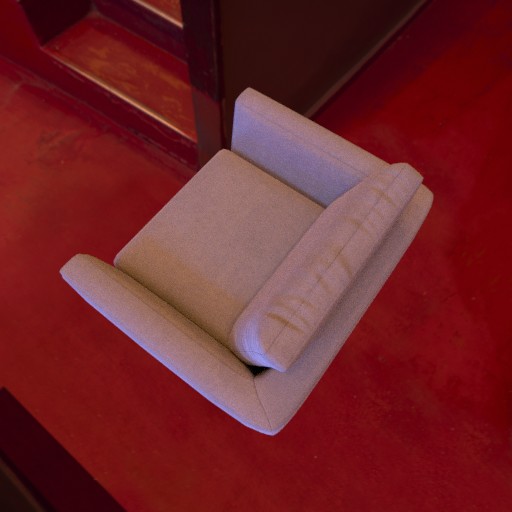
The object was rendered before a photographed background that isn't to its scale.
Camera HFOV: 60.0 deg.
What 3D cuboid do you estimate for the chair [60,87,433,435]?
[{"bbox_3d":[0.000,0.000,1.678,0.889,0.864,1.041,34,69,15],"label":"chair"}]
